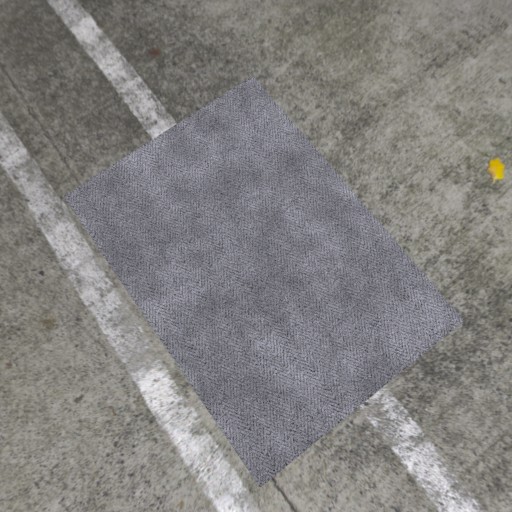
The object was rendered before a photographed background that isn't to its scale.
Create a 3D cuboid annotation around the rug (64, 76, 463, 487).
[{"bbox_3d":[0.000,0.000,2.898,1.600,0.008,2.235,-36,78,-9],"label":"rug"}]
